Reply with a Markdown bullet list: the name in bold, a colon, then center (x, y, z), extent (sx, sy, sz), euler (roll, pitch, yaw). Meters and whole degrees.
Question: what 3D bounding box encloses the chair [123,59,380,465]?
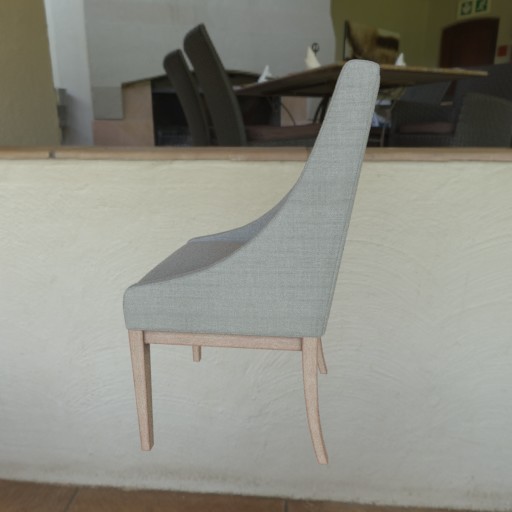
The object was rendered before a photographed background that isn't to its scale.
- **chair**: center (0.000, 0.000, 1.344), extent (0.611, 1.021, 0.575), euler (2, 16, 8)
